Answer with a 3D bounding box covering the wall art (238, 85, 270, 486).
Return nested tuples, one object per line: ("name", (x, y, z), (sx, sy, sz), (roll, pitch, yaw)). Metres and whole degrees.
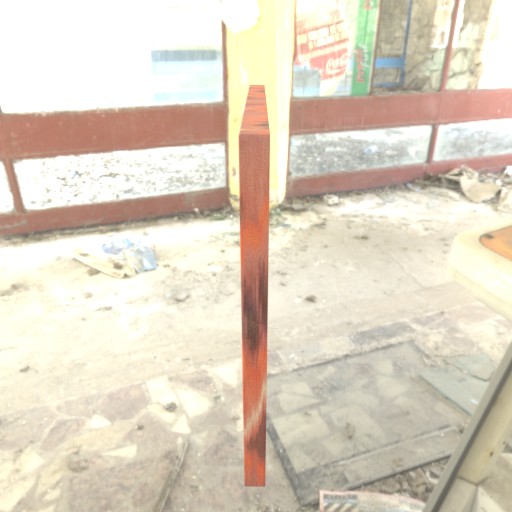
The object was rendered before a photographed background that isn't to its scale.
("wall art", (0.000, 0.000, 0.915), (0.037, 0.609, 0.603), (0, 26, 0))
